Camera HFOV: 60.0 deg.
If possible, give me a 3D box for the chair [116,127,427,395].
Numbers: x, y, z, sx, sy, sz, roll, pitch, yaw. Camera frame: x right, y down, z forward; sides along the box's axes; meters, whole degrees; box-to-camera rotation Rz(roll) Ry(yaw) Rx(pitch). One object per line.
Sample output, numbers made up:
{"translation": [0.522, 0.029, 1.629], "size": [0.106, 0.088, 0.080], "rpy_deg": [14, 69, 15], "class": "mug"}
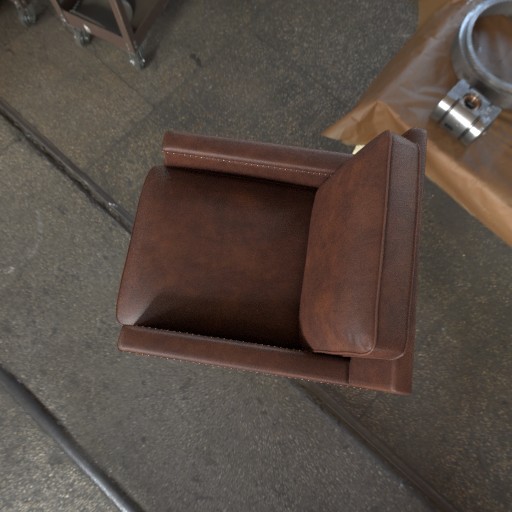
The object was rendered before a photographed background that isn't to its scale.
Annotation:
{"translation": [0.000, 0.000, 1.689], "size": [1.014, 0.929, 0.853], "rpy_deg": [8, 76, 2], "class": "chair"}
